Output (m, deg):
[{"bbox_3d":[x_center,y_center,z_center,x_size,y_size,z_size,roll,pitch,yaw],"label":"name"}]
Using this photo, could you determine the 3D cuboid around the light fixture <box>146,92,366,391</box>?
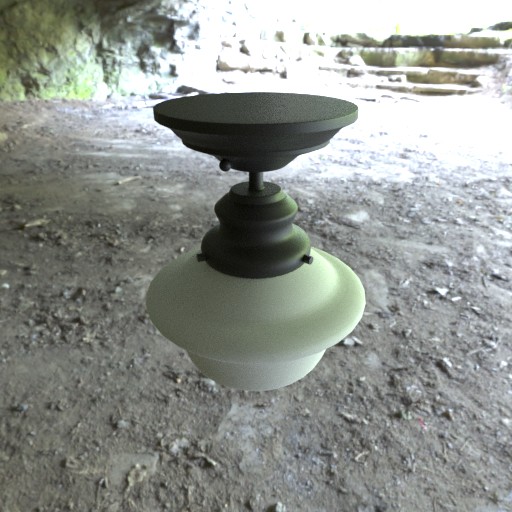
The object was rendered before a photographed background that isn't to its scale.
[{"bbox_3d":[0.000,0.000,0.389,0.197,0.254,0.197,0,27,0],"label":"light fixture"}]
